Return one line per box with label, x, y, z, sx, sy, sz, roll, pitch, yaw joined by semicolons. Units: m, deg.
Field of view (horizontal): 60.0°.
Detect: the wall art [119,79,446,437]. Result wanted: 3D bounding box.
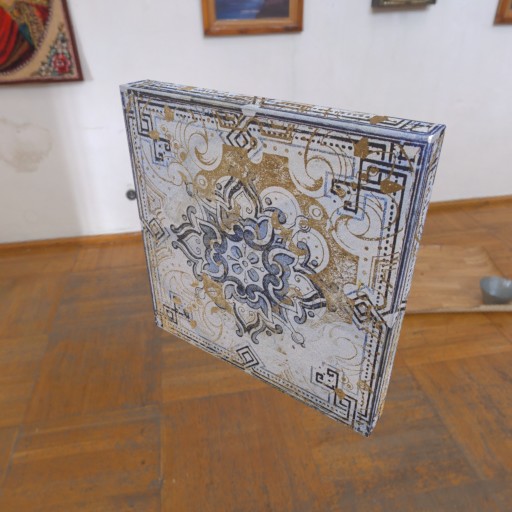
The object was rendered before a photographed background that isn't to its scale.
wall art;0.000;0.000;0.453;0.302;0.306;0.038;20;37;29
